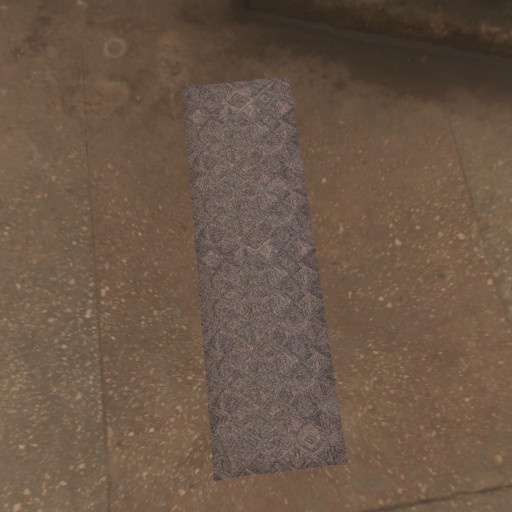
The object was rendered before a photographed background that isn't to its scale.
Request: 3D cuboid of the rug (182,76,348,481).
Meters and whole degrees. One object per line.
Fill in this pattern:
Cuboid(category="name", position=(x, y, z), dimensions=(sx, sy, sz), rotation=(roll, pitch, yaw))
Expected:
Cuboid(category="rug", position=(0.000, 0.000, 2.534), dimensions=(0.691, 0.011, 2.296), rotation=(-6, 76, -2))
